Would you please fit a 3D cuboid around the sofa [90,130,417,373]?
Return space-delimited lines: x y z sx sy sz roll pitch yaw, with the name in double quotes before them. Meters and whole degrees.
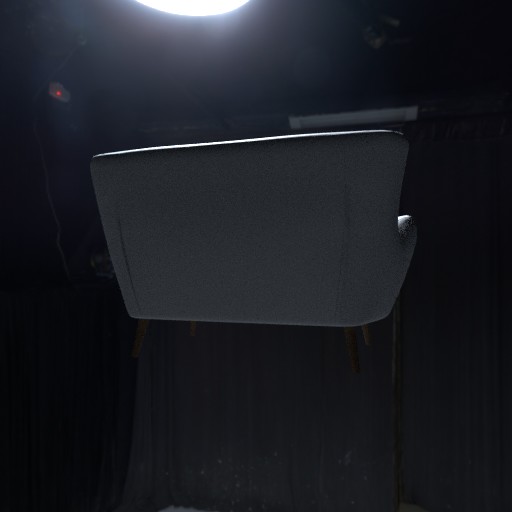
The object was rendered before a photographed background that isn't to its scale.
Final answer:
"sofa" 0.000 0.000 2.036 1.424 0.878 0.921 0 -1 17
